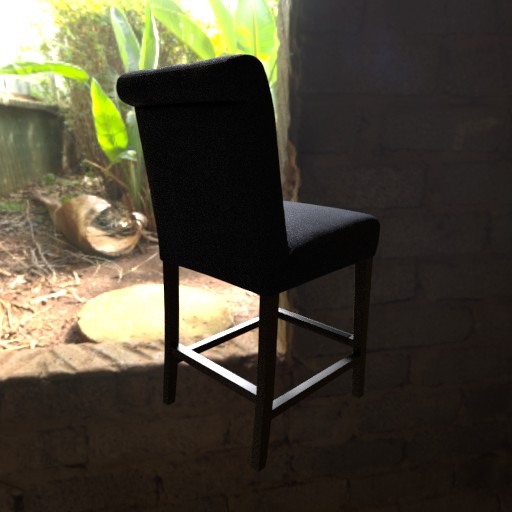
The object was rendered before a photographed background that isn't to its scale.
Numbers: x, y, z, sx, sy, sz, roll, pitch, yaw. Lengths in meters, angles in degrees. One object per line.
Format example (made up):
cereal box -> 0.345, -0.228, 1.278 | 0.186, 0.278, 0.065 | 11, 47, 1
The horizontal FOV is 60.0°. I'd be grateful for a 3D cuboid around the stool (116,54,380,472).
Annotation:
stool -> 0.000, 0.000, 1.314 | 0.493, 1.010, 0.601 | 15, 22, 43
